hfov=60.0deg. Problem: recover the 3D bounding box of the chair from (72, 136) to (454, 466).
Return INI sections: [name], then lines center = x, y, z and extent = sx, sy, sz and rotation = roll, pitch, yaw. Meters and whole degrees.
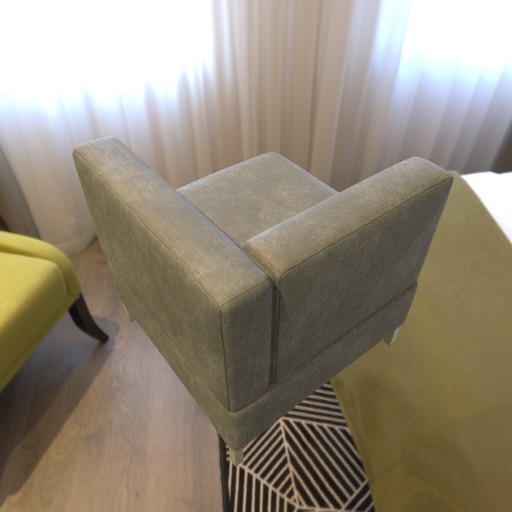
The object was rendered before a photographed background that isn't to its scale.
[chair]
center = 0.000, 0.000, 1.252
extent = 0.680, 0.660, 0.680
rotation = -28, 50, -26
